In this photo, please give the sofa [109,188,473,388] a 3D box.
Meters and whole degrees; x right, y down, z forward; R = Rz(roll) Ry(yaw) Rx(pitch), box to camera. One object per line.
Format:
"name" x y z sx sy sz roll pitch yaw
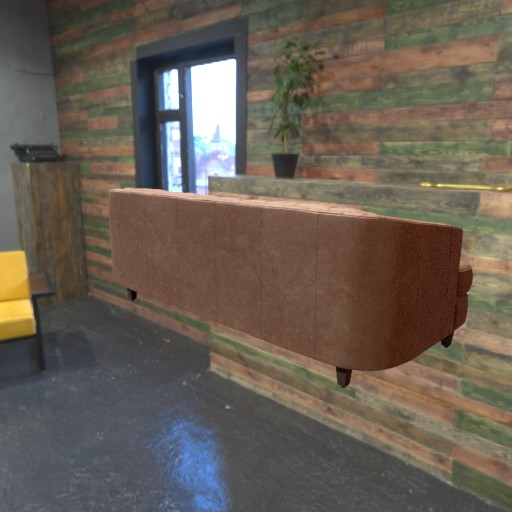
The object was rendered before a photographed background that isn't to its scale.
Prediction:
"sofa" 0.000 0.000 2.716 2.257 0.791 0.922 12 17 42
